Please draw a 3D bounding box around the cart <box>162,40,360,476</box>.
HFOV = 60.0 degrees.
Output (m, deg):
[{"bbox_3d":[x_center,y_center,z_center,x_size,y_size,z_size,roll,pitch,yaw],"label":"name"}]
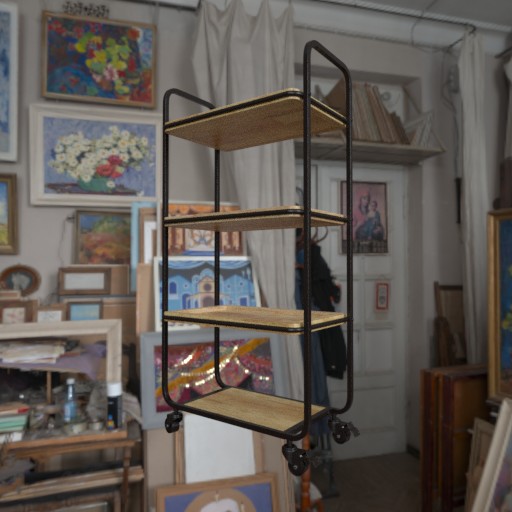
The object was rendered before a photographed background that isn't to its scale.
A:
[{"bbox_3d":[0.000,0.000,1.325,0.545,1.080,0.321,-1,-1,37],"label":"cart"}]
